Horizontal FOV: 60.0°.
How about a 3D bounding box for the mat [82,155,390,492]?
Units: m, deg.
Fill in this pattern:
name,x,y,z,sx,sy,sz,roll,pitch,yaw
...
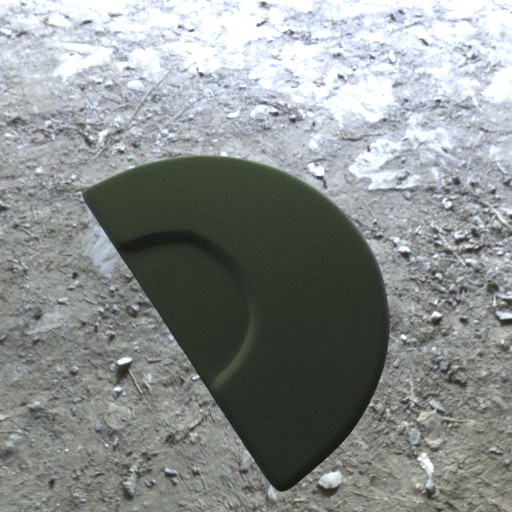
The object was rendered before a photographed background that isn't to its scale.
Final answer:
name,x,y,z,sx,sy,sz,roll,pitch,yaw
mat,0.000,0.000,1.843,0.917,0.022,1.525,-31,62,-18
